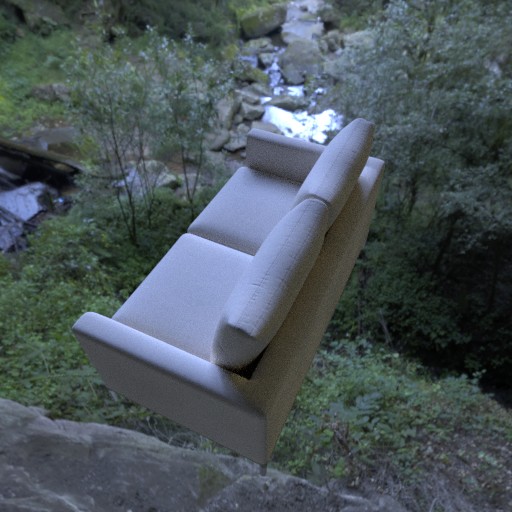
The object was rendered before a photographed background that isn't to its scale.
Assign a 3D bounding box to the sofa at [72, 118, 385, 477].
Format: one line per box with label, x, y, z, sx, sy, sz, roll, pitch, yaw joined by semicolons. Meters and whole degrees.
sofa;0.000;0.000;2.370;0.906;0.995;1.739;19;50;17
